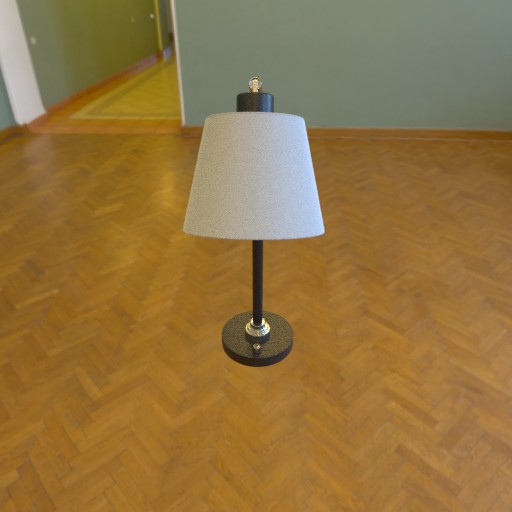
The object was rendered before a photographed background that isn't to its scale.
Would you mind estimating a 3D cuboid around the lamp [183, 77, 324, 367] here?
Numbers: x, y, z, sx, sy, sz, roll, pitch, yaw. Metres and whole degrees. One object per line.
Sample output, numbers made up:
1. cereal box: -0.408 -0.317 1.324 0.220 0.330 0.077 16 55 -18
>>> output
1. lamp: 0.000 0.000 0.699 0.181 0.539 0.348 1 31 2
